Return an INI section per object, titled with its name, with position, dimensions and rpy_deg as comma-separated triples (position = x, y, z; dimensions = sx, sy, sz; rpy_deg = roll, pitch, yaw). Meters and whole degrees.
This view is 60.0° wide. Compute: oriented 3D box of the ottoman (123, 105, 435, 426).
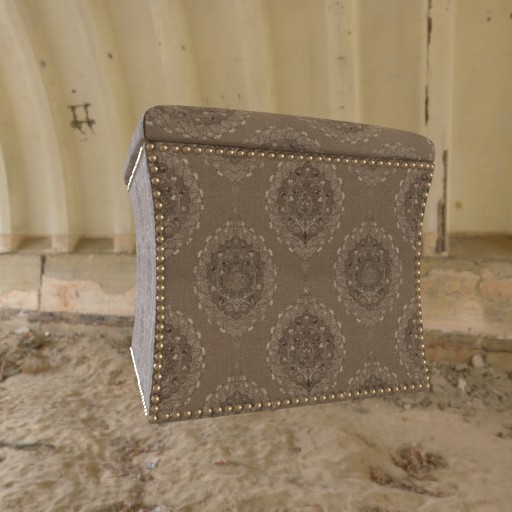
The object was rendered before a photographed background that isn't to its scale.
[ottoman]
position = 0.000, 0.000, 0.901
dimensions = 0.507, 0.473, 0.497
rpy_deg = 0, 1, -19
